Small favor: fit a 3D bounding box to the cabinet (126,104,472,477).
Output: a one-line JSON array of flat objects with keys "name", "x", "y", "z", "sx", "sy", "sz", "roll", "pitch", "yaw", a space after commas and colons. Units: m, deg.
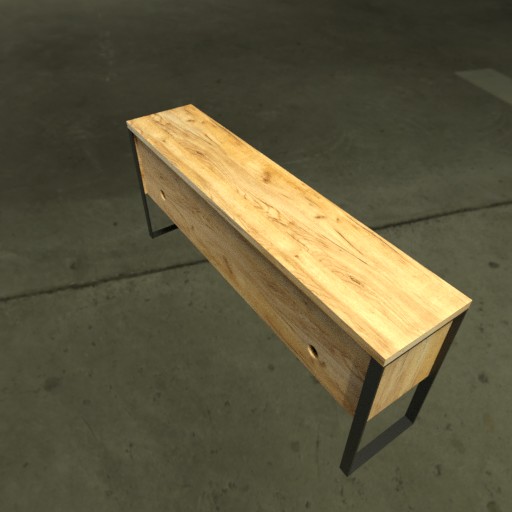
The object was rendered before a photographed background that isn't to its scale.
[{"name": "cabinet", "x": 0.000, "y": 0.000, "z": 2.088, "sx": 0.395, "sy": 0.762, "sz": 1.800, "roll": -25, "pitch": 47, "yaw": -25}]
